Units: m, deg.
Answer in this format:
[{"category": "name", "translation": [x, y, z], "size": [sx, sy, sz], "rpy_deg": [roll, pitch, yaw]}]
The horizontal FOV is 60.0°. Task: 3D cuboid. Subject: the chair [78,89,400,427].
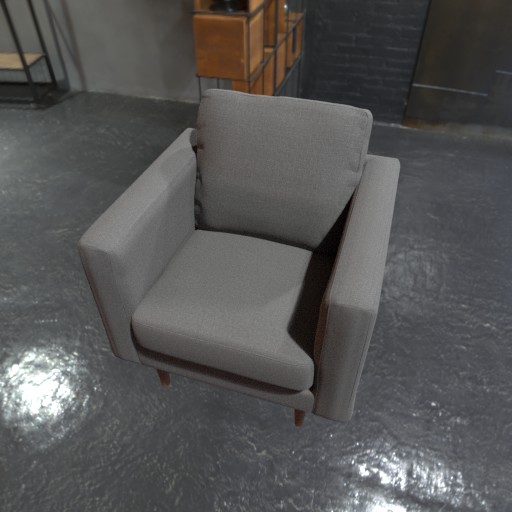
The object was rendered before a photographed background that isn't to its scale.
[{"category": "chair", "translation": [0.000, 0.000, 1.561], "size": [0.854, 0.927, 0.800], "rpy_deg": [12, 42, 13]}]
